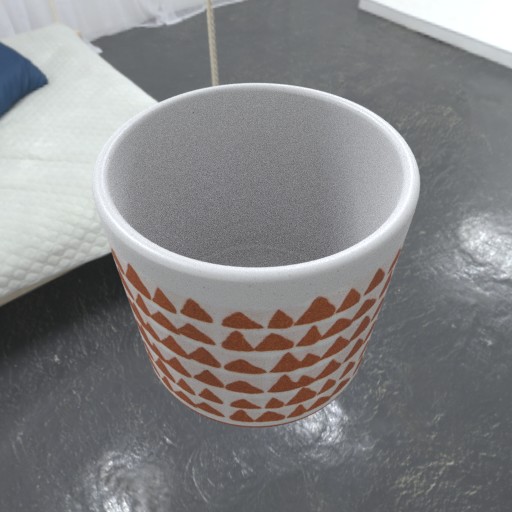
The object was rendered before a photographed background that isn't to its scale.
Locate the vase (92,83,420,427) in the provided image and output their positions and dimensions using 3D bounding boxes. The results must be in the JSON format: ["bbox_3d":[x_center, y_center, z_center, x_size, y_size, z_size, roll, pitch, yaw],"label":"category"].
[{"bbox_3d":[0.000,0.000,0.235,0.137,0.127,0.137,0,48,0],"label":"vase"}]
